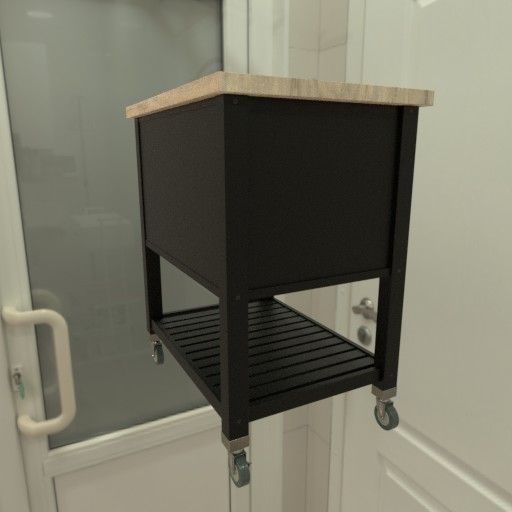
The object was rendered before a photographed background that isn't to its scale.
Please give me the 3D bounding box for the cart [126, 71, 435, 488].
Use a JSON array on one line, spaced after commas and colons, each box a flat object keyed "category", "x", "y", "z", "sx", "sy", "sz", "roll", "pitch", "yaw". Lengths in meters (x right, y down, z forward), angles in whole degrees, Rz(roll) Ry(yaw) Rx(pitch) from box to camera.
[{"category": "cart", "x": 0.000, "y": 0.000, "z": 1.380, "sx": 0.567, "sy": 0.920, "sz": 0.797, "roll": -7, "pitch": 15, "yaw": -27}]
